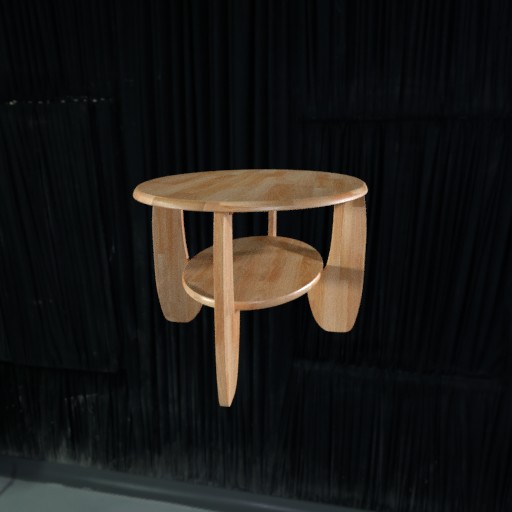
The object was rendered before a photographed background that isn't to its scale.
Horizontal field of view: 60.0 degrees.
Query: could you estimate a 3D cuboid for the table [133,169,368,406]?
[{"bbox_3d":[0.000,0.000,1.445,0.690,0.490,1.040,2,15,8],"label":"table"}]
